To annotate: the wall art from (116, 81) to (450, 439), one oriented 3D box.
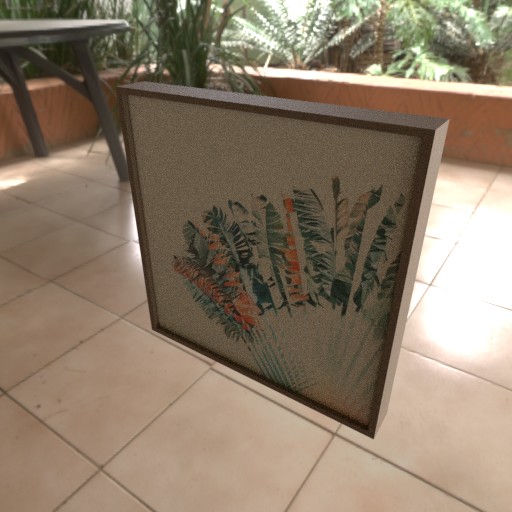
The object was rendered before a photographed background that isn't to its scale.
[{"bbox_3d":[0.000,0.000,0.449,0.304,0.303,0.038,18,35,29],"label":"wall art"}]
